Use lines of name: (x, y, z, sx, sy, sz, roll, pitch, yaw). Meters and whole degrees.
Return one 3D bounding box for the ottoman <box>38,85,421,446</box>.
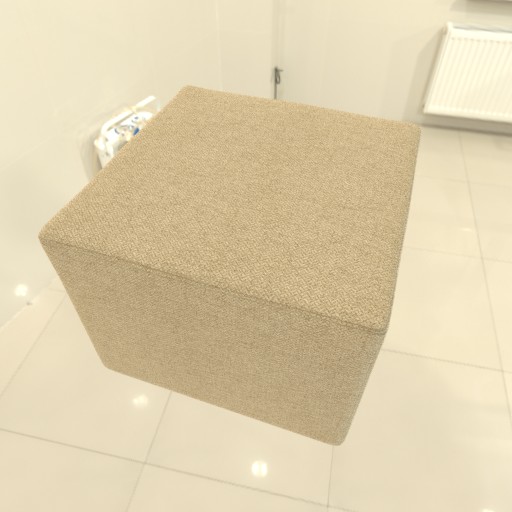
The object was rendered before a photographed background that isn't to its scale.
ottoman: (0.000, 0.000, 0.875, 0.508, 0.432, 0.508, 14, 48, 13)
